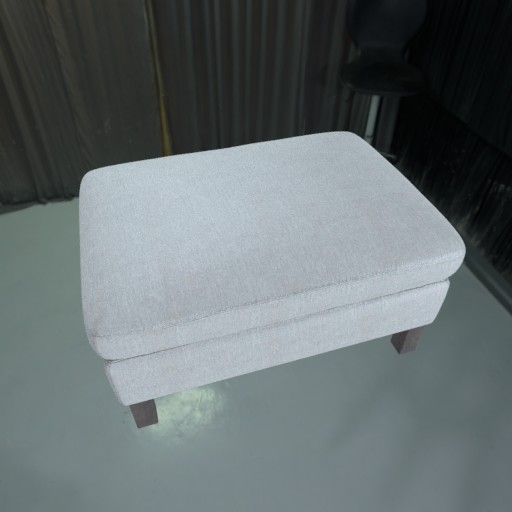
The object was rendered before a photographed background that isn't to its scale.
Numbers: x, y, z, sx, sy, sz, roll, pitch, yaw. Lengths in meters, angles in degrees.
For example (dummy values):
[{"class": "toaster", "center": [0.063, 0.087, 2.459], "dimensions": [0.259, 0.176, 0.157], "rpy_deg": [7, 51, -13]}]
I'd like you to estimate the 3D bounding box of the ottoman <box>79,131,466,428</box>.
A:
[{"class": "ottoman", "center": [0.000, 0.000, 1.042], "dimensions": [0.735, 0.404, 0.528], "rpy_deg": [-12, 43, -13]}]
